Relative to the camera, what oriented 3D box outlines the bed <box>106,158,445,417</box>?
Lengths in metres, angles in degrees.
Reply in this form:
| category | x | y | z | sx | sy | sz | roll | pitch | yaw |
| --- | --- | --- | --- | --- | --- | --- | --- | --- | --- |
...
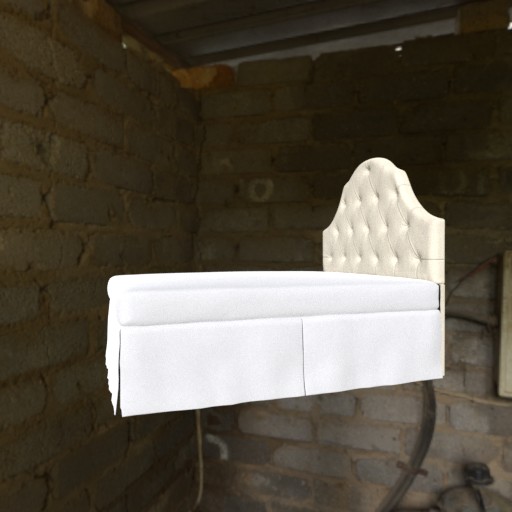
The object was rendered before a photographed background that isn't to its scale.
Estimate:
| category | x | y | z | sx | sy | sz | roll | pitch | yaw |
| --- | --- | --- | --- | --- | --- | --- | --- | --- | --- |
| bed | 0.000 | 0.000 | 3.270 | 2.092 | 1.575 | 1.627 | 0 | 1 | -20 |
